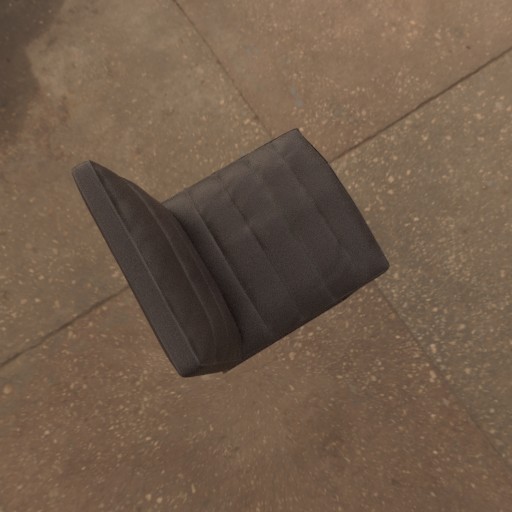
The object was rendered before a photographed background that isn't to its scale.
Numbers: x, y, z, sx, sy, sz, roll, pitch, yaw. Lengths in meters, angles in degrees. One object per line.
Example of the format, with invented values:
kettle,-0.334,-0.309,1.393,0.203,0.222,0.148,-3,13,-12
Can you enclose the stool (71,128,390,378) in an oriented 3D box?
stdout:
stool,0.000,0.000,1.248,0.562,0.946,0.463,-30,77,-7
